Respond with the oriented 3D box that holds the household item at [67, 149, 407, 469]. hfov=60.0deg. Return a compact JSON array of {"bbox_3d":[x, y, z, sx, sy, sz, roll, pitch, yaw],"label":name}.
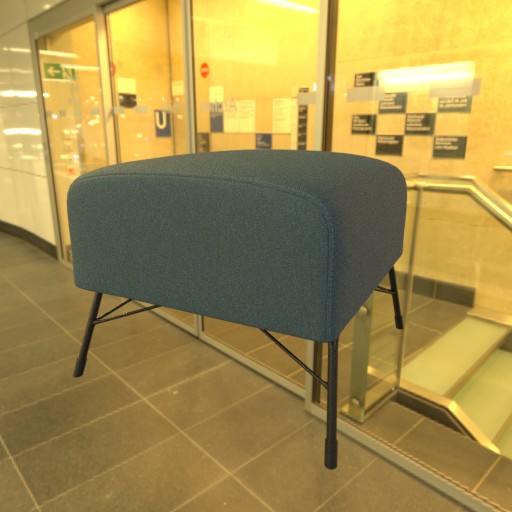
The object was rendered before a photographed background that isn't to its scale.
[{"bbox_3d":[0.000,0.000,0.905,0.530,0.420,0.530,8,18,27],"label":"household item"}]
